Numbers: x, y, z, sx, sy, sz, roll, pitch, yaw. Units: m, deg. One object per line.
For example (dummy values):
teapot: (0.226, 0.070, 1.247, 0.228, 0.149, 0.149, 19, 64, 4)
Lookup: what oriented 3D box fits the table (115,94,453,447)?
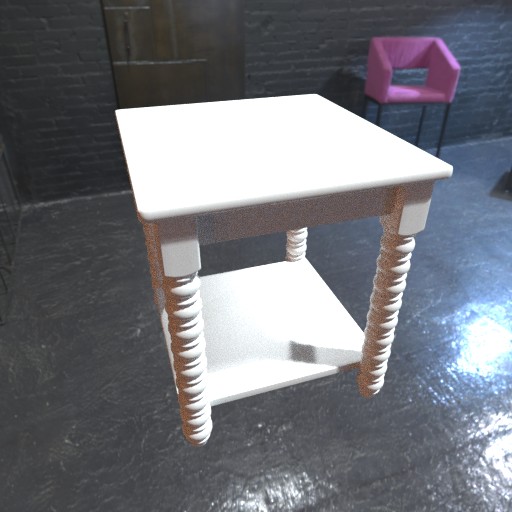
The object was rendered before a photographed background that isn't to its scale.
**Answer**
table: (0.000, 0.000, 1.008, 0.500, 0.563, 0.533, -10, 34, -15)
